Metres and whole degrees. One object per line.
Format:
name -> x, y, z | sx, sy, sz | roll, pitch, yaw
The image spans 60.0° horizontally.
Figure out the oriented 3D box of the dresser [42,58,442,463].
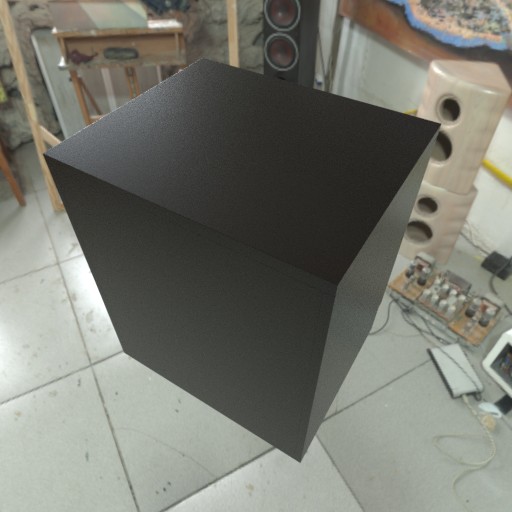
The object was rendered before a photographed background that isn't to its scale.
dresser -> 0.000, 0.000, 0.753 | 0.400, 0.470, 0.360 | 24, 51, 21
